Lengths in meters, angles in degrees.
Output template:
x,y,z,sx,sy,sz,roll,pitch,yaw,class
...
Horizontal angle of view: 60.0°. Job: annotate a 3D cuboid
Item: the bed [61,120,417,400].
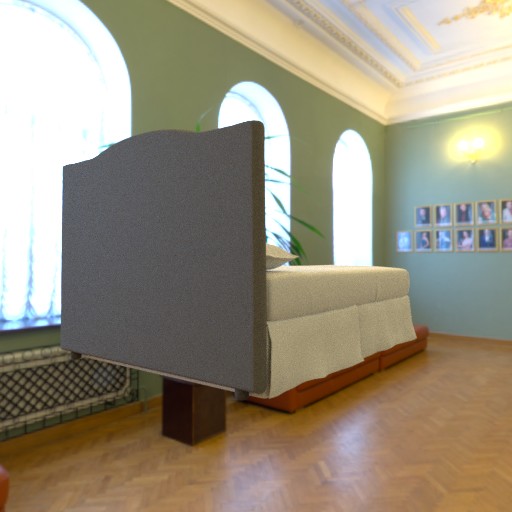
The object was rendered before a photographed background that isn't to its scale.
x,y,z,sx,sy,sz,roll,pitch,yaw,class
0.000,0.000,3.497,1.821,1.436,2.282,0,-1,37,bed
